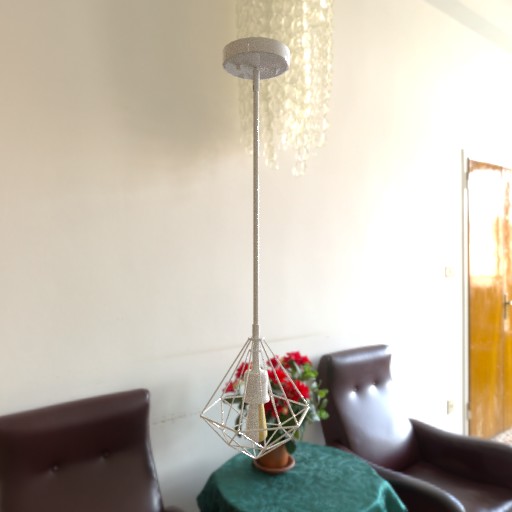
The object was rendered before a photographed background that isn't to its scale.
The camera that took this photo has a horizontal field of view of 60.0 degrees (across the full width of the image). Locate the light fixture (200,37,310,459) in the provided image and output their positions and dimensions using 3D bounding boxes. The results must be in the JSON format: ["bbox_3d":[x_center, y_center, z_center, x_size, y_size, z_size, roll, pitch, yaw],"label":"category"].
[{"bbox_3d":[0.000,0.000,1.930,0.431,1.764,0.487,0,0,17],"label":"light fixture"}]
